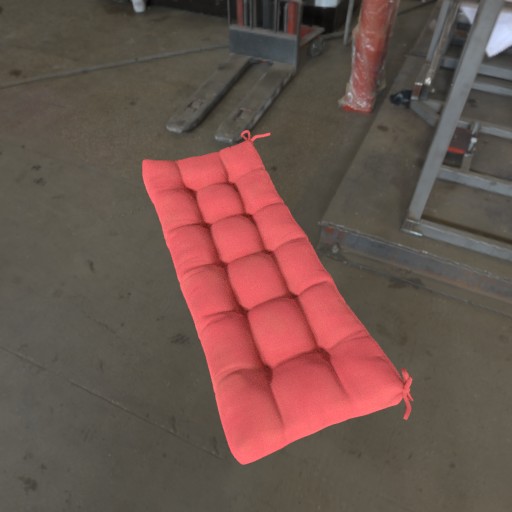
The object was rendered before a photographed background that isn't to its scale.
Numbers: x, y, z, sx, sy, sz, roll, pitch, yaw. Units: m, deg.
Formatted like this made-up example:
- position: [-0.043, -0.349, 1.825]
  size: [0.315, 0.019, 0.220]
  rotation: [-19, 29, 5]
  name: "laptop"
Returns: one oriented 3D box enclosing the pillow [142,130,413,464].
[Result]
- position: [0.000, 0.000, 1.377]
  size: [0.511, 0.174, 1.194]
  rotation: [-15, 50, -13]
  name: "pillow"
